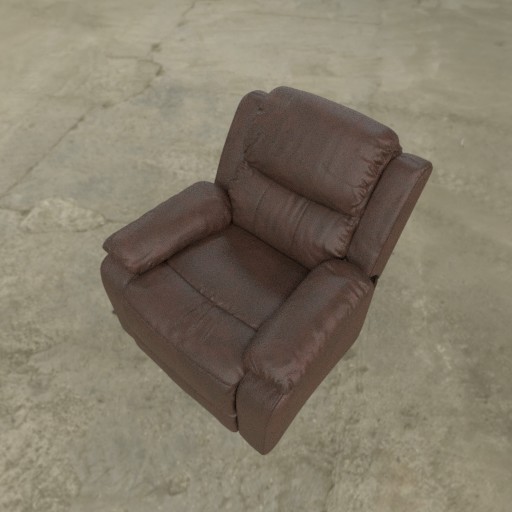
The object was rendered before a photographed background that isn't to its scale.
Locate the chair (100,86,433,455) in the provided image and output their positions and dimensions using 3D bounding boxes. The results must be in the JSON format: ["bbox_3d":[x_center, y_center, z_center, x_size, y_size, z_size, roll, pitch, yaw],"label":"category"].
[{"bbox_3d":[0.000,0.000,1.262,0.680,0.702,0.707,33,55,27],"label":"chair"}]
